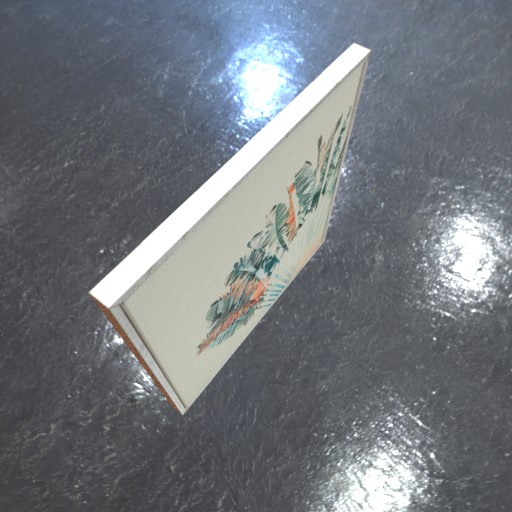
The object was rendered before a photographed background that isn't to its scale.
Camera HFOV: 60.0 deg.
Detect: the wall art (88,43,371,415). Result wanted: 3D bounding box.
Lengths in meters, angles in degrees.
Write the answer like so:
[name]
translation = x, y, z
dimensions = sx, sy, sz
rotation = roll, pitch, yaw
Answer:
[wall art]
translation = 0.000, 0.000, 0.754
dimensions = 0.029, 0.506, 0.508
rotation = 33, 65, 18
